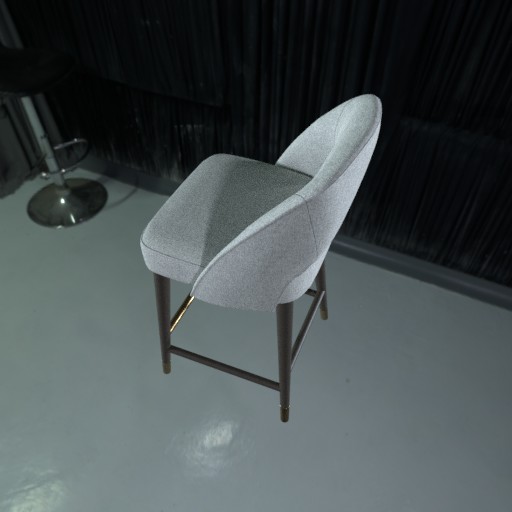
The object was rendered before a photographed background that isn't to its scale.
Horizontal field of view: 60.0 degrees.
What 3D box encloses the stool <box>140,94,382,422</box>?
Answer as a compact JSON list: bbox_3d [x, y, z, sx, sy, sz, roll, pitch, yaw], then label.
[{"bbox_3d":[0.000,0.000,1.253,0.509,0.940,0.494,17,49,16],"label":"stool"}]
